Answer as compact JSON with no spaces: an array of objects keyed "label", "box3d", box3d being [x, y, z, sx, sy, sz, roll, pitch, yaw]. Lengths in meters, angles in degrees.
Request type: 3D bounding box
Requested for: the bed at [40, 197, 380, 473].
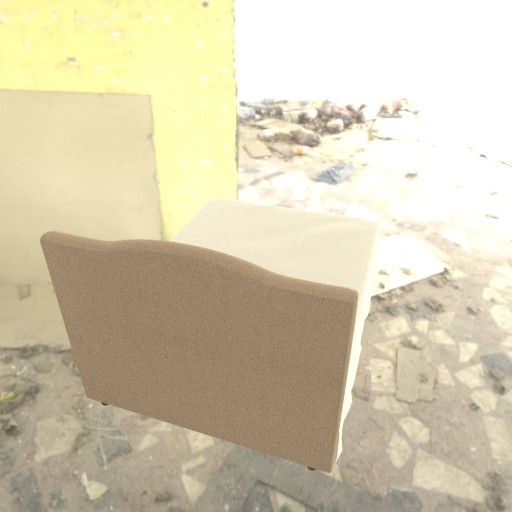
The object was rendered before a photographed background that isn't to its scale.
[{"label":"bed","box3d":[0.000,0.000,3.393,1.821,1.436,2.282,11,34,16]}]
